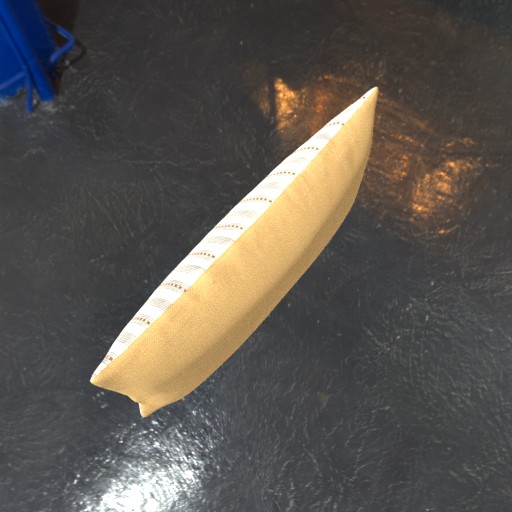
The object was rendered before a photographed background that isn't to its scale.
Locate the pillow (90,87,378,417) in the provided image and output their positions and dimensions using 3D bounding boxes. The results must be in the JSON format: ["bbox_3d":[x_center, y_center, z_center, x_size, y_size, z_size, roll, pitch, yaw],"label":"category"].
[{"bbox_3d":[0.000,0.000,0.737,0.151,0.291,0.608,36,68,17],"label":"pillow"}]
